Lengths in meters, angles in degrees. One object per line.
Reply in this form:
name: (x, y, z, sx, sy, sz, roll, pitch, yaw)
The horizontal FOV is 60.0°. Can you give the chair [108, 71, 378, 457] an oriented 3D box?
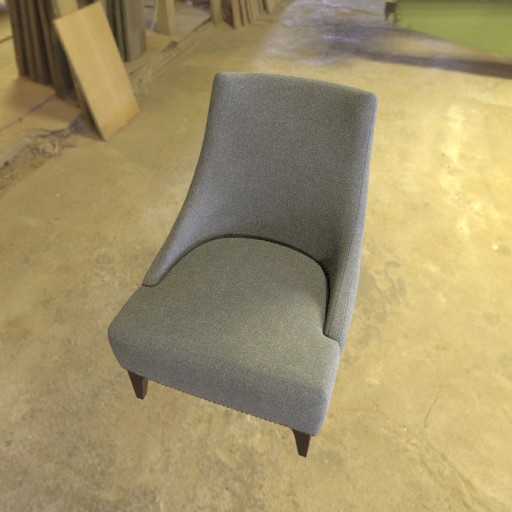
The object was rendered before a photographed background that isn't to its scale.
chair: (0.000, 0.000, 1.484, 0.701, 0.909, 0.861, 14, 45, 14)
